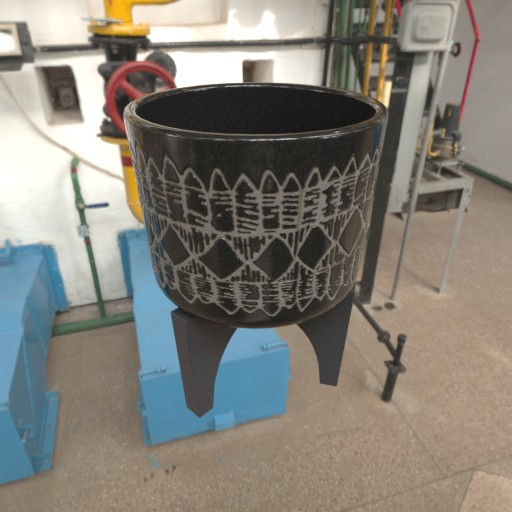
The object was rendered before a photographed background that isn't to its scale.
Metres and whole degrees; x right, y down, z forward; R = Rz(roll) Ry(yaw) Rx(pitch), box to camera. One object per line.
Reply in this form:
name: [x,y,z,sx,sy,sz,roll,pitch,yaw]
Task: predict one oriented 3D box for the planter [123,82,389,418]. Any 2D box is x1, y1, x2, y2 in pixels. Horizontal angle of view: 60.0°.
planter: [0.000,0.000,0.266,0.129,0.177,0.129,0,30,0]
